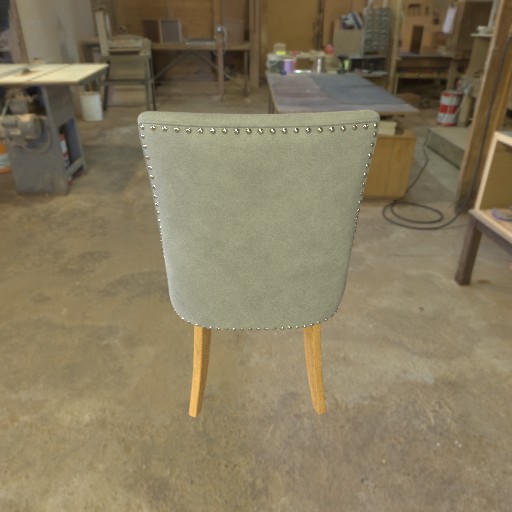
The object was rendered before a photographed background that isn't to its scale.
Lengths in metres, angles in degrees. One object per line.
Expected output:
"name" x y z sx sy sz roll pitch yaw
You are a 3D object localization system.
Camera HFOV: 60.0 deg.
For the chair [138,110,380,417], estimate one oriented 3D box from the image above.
"chair" 0.000 0.000 1.283 0.495 0.902 0.610 -1 29 -1
